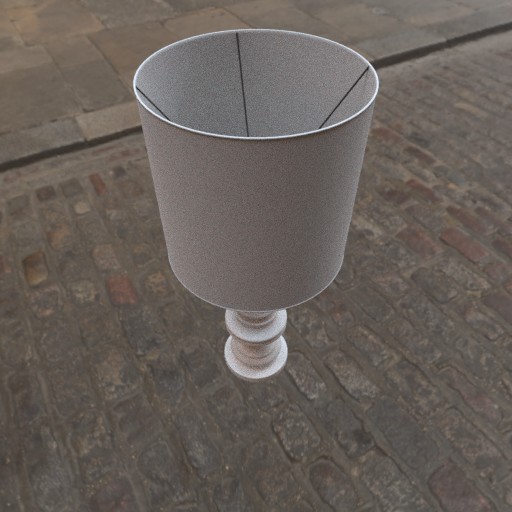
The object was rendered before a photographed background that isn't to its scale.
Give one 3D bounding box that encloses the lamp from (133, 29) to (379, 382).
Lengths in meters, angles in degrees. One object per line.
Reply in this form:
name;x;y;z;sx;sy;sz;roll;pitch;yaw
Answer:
lamp;0.000;0.000;0.547;0.208;0.455;0.208;-23;51;-21
